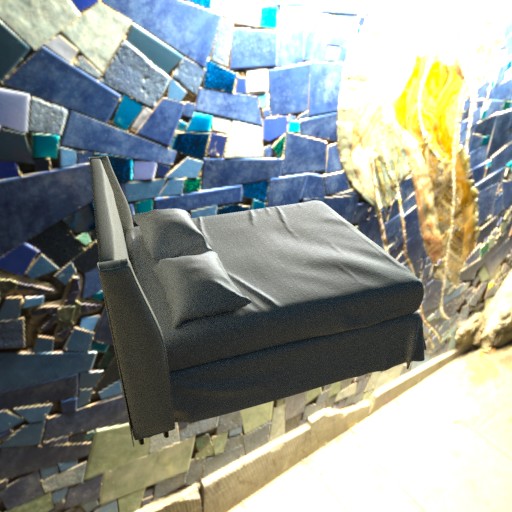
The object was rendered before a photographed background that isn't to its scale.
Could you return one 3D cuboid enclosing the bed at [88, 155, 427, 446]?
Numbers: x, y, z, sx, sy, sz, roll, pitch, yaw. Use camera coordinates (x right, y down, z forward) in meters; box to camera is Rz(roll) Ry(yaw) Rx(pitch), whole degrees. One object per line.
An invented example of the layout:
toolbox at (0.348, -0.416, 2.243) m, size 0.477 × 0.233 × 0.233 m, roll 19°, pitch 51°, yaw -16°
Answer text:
bed at (0.000, 0.000, 3.509) m, size 2.276 × 1.332 × 1.925 m, roll -10°, pitch 31°, yaw -17°
